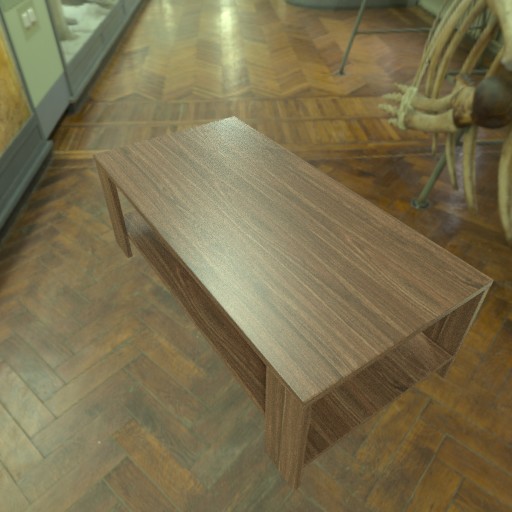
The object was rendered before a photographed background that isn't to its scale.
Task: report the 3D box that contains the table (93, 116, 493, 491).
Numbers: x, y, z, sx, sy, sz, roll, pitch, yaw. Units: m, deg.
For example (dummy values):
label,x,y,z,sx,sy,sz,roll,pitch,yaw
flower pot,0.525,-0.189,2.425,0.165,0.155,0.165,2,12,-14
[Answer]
label,x,y,z,sx,sy,sz,roll,pitch,yaw
table,0.000,0.000,1.472,0.600,0.400,1.200,-24,46,-25
